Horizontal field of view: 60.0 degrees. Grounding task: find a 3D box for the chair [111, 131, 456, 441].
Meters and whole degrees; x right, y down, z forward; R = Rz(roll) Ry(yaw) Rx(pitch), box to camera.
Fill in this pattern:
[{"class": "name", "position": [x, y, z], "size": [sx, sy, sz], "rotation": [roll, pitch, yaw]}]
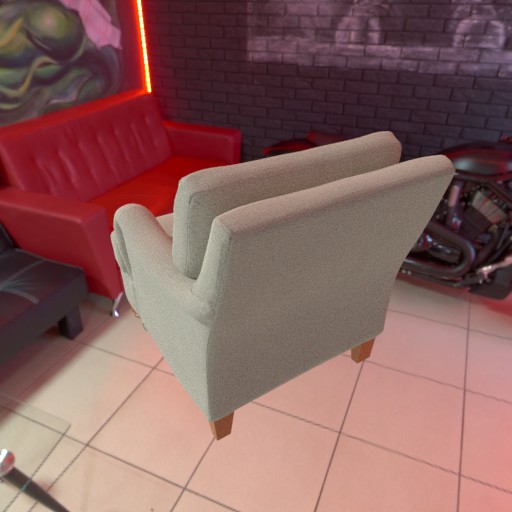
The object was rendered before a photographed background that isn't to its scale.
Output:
[{"class": "chair", "position": [0.000, 0.000, 1.839], "size": [0.955, 1.038, 1.070], "rotation": [-19, 35, -29]}]
